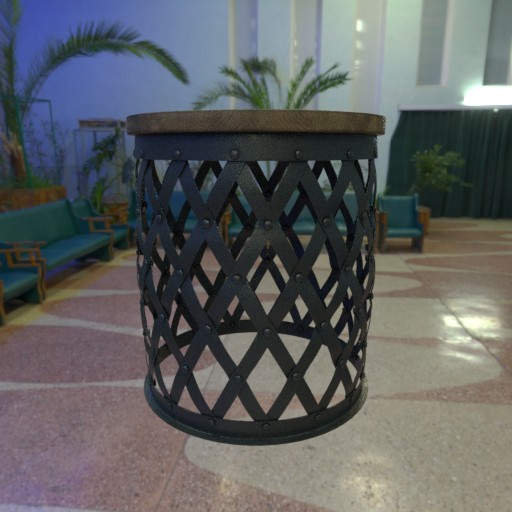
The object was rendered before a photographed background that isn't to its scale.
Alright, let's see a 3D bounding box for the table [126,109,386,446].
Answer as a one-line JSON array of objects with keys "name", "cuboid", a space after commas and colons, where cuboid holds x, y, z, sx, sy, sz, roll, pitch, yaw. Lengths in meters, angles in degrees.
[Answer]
[{"name": "table", "cuboid": [0.000, 0.000, 0.770, 0.405, 0.454, 0.405, 0, 14, 0]}]
